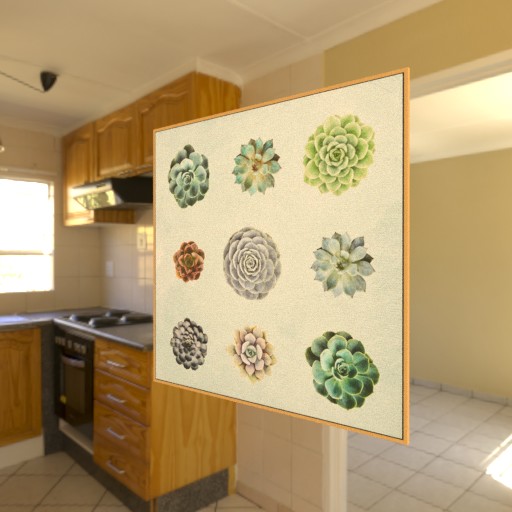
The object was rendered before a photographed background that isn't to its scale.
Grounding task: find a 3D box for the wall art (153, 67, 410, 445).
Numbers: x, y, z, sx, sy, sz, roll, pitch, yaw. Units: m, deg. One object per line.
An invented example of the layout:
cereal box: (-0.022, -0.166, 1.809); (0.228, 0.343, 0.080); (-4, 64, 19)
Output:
wall art: (0.000, 0.000, 1.412); (0.962, 0.959, 0.013); (0, 0, 36)
